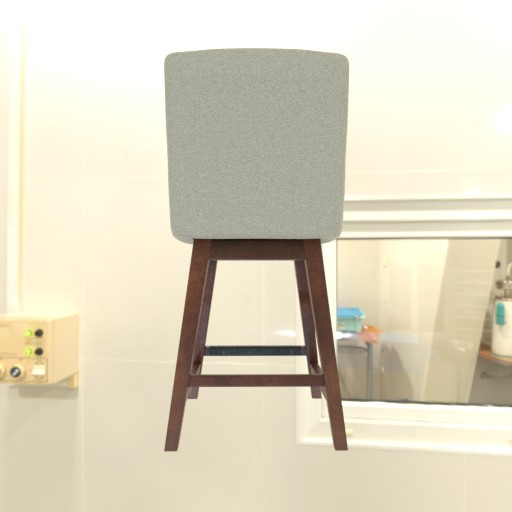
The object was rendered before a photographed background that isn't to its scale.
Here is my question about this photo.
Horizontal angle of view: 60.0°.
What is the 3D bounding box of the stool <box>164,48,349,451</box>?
[{"bbox_3d":[0.000,0.000,1.316,0.469,0.991,0.559,0,0,-1],"label":"stool"}]
